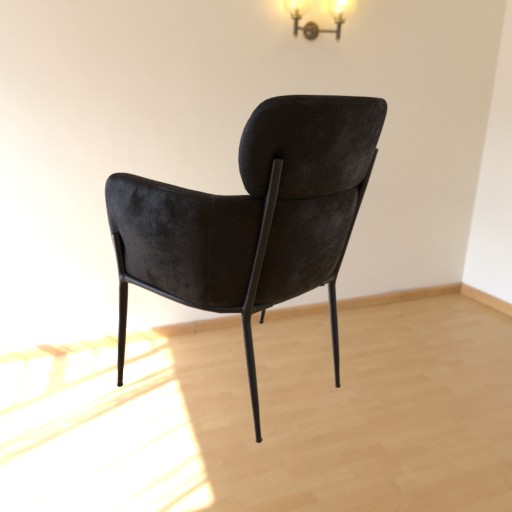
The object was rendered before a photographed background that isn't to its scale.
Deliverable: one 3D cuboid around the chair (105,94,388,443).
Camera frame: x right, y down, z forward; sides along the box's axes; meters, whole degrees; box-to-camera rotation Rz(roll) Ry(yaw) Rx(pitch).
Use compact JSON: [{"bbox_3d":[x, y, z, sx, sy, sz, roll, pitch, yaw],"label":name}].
[{"bbox_3d":[0.000,0.000,1.222,0.640,0.818,0.604,-17,24,-42],"label":"chair"}]
